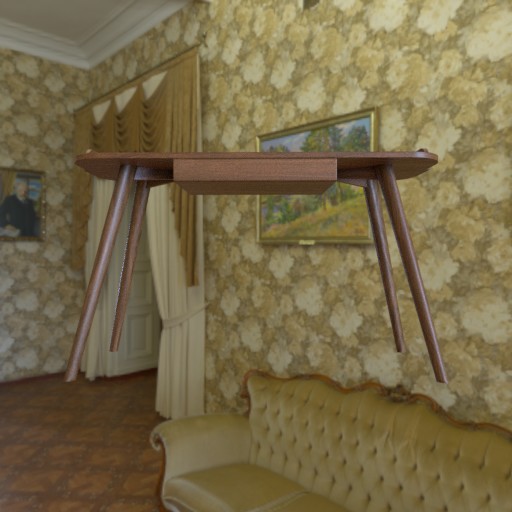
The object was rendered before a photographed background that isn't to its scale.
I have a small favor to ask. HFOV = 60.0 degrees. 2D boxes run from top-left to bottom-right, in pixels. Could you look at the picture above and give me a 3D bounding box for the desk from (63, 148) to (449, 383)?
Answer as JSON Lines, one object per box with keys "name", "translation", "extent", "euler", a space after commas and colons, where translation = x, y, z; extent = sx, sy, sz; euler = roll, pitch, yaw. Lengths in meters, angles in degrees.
{"name": "desk", "translation": [0.000, 0.000, 1.642], "extent": [1.256, 0.800, 0.486], "euler": [0, 1, 1]}
